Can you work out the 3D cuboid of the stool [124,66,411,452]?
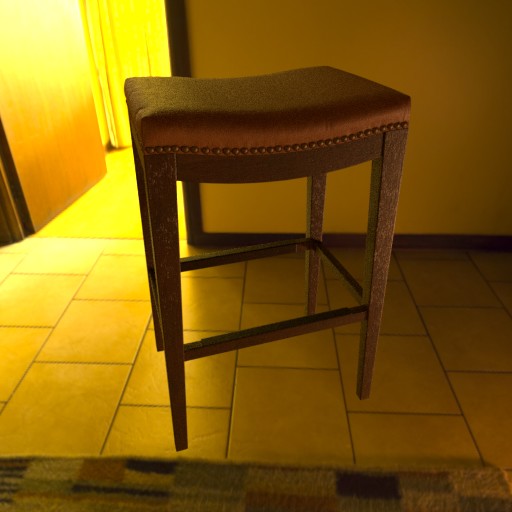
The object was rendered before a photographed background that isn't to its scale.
[{"bbox_3d":[0.000,0.000,1.025,0.500,0.759,0.361,-10,33,-15],"label":"stool"}]
